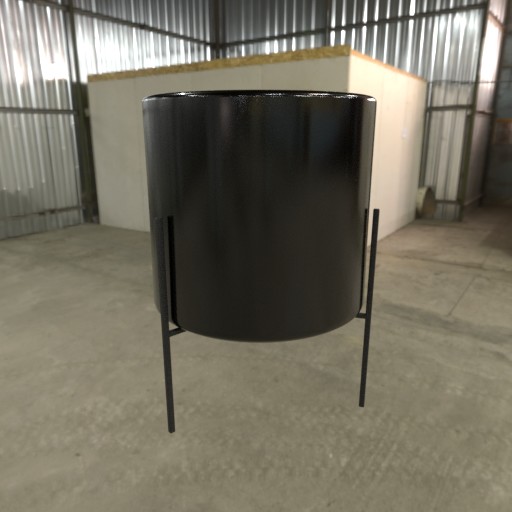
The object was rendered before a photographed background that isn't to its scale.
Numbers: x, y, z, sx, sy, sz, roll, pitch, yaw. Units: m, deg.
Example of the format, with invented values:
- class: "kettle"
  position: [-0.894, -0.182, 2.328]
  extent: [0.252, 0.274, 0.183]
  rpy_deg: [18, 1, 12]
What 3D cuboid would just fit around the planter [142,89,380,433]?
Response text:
- class: "planter"
  position: [0.000, 0.000, 0.644]
  extent: [0.310, 0.432, 0.310]
  rpy_deg: [-8, 18, -26]
